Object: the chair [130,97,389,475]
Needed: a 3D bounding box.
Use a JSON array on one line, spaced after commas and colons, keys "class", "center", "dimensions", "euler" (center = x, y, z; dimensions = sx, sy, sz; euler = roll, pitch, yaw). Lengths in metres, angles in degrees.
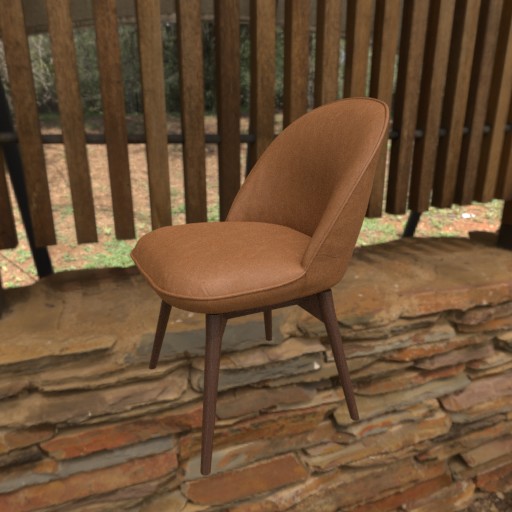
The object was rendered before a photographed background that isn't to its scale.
[{"class": "chair", "center": [0.000, 0.000, 1.216], "dimensions": [0.631, 0.831, 0.521], "euler": [-8, 19, -25]}]
